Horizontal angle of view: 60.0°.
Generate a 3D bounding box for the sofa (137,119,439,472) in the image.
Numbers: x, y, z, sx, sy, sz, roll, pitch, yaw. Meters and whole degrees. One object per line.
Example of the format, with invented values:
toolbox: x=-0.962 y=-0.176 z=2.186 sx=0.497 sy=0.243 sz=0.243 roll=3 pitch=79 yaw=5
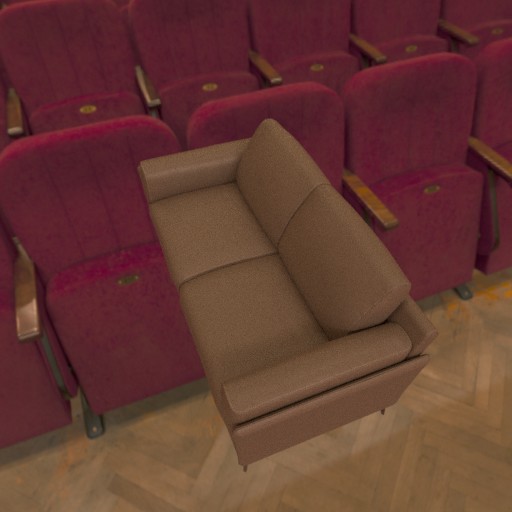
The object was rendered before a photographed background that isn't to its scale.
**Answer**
sofa: x=0.000 y=0.000 z=2.746 sx=1.049 sy=0.930 sz=2.101 roll=-16 pitch=49 yaw=-15
